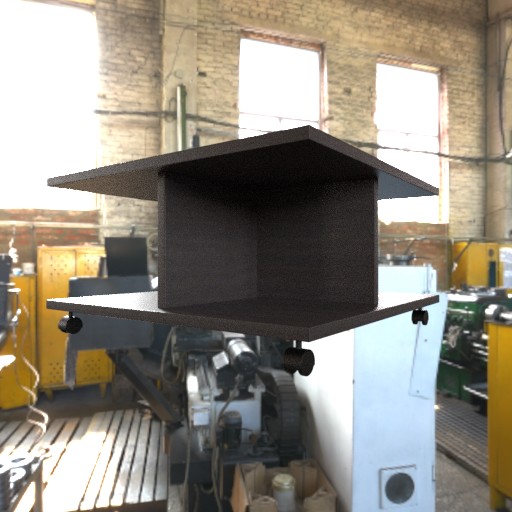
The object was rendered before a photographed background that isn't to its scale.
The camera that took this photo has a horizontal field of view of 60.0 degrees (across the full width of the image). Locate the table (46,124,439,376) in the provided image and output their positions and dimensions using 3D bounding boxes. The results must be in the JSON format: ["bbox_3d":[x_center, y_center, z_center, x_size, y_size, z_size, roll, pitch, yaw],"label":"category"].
[{"bbox_3d":[0.000,0.000,1.206,0.762,0.396,0.762,0,0,36],"label":"table"}]
